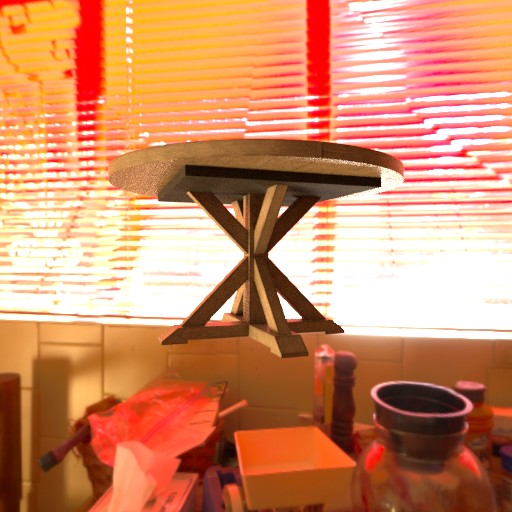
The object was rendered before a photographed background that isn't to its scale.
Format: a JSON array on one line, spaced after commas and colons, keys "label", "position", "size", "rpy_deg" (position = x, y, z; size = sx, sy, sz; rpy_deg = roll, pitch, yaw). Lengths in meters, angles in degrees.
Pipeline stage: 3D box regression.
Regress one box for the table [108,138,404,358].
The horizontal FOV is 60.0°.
[{"label": "table", "position": [0.000, 0.000, 2.147], "size": [1.363, 0.781, 1.363], "rpy_deg": [0, 0, 0]}]
